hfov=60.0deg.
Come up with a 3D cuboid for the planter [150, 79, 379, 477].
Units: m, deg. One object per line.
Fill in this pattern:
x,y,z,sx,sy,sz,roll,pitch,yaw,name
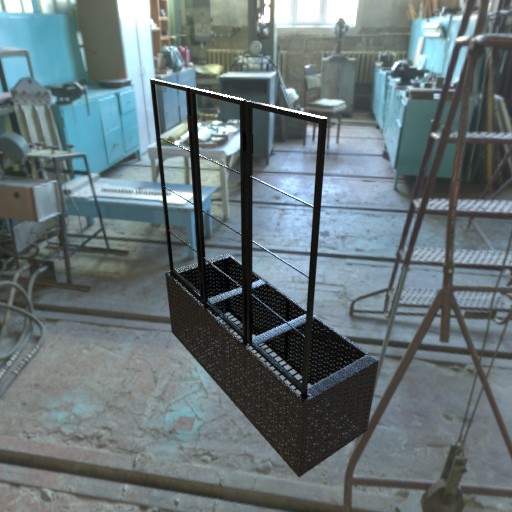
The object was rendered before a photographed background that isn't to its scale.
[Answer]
0.000,0.000,1.186,0.244,0.841,0.699,-18,33,-31,planter
